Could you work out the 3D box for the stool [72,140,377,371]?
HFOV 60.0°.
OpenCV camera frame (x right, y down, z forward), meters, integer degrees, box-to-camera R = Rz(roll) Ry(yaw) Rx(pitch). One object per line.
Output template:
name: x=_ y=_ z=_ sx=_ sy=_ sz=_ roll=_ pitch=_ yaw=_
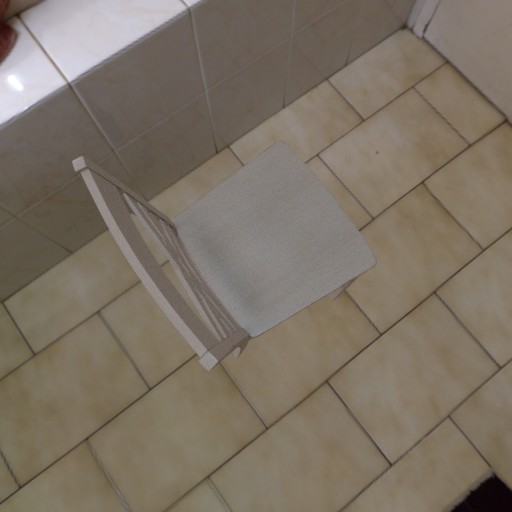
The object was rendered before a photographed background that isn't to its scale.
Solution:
stool: x=0.000 y=0.000 z=1.329 sx=0.539 sy=1.079 sz=0.462 roll=-34 pitch=78 yaw=-8
